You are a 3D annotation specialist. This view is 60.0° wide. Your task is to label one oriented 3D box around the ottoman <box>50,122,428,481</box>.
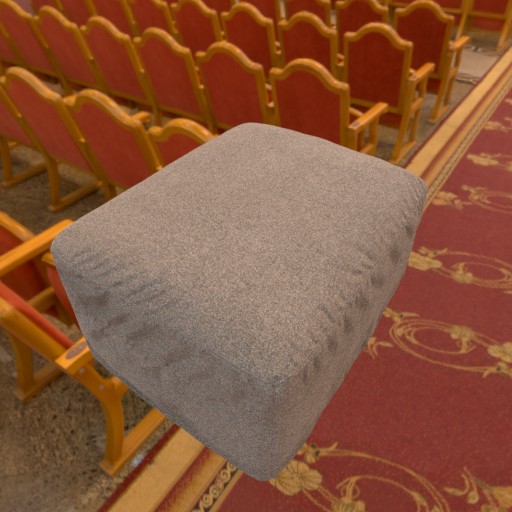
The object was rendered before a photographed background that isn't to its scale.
[{"bbox_3d":[0.000,0.000,1.227,0.683,0.481,0.837,25,47,25],"label":"ottoman"}]
